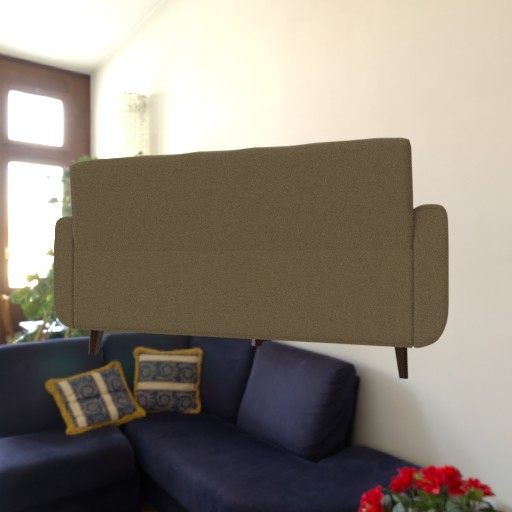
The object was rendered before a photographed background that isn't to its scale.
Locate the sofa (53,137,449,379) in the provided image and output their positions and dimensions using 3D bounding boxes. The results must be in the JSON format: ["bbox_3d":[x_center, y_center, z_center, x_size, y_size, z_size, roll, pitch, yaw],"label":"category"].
[{"bbox_3d":[0.000,0.000,2.177,1.655,0.892,0.980,0,0,17],"label":"sofa"}]
